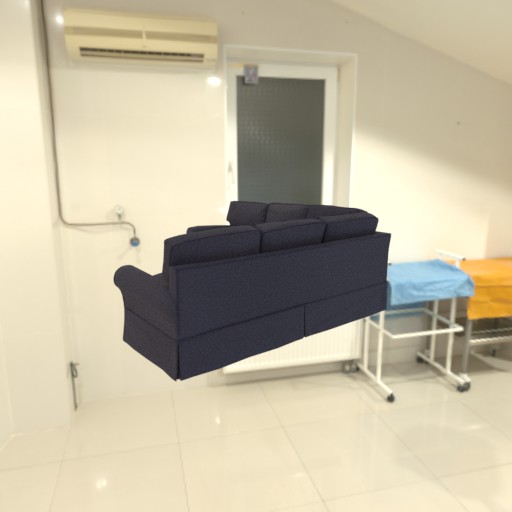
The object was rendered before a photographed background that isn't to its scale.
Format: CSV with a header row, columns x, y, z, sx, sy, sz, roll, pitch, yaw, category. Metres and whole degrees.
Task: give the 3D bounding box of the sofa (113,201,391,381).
x,y,z,sx,sy,sz,roll,pitch,yaw,category
0.000,0.000,5.218,2.874,1.169,3.773,-2,12,-7,sofa
